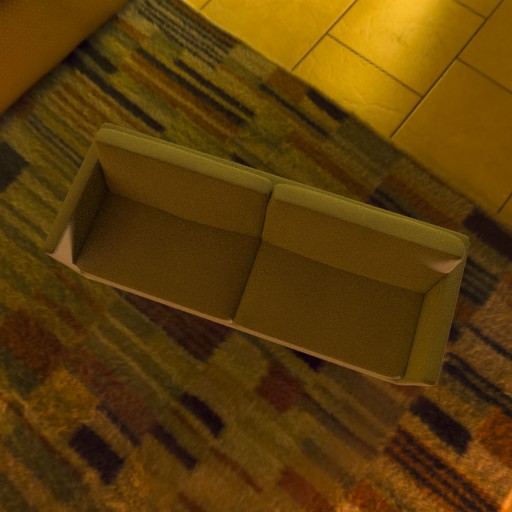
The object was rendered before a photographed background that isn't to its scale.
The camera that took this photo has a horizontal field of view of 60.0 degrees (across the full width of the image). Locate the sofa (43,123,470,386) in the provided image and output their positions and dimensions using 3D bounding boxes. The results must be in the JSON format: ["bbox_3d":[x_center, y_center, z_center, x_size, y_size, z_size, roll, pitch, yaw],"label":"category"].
[{"bbox_3d":[0.000,0.000,2.911,2.434,0.965,0.948,18,76,5],"label":"sofa"}]
